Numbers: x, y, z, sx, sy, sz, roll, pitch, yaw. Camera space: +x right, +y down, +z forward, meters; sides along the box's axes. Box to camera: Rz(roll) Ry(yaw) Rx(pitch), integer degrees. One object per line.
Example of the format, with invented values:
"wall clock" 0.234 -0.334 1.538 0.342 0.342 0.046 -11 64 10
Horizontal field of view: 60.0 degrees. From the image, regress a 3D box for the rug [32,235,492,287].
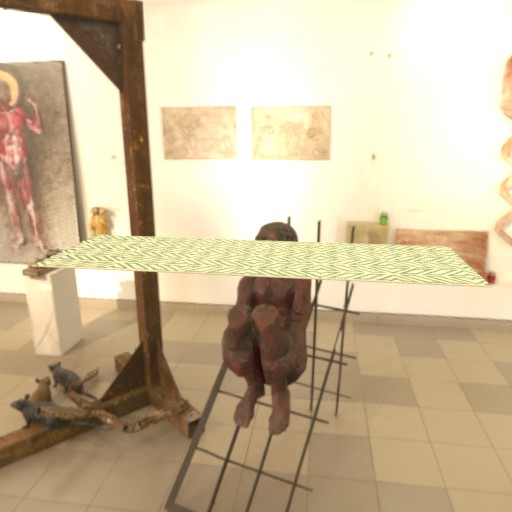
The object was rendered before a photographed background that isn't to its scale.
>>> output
"rug" 0.000 0.000 2.682 2.435 0.009 0.750 2 16 8
